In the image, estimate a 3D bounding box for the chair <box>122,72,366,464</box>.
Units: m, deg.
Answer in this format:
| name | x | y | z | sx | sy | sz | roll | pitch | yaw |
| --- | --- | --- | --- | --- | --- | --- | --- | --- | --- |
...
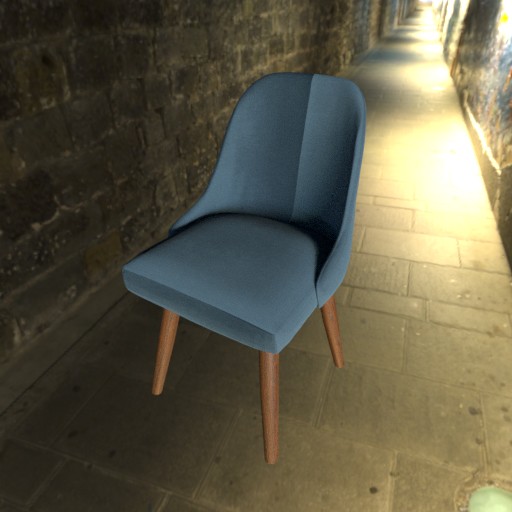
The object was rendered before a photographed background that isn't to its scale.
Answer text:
| name | x | y | z | sx | sy | sz | roll | pitch | yaw |
| --- | --- | --- | --- | --- | --- | --- | --- | --- | --- |
| chair | 0.000 | 0.000 | 1.238 | 0.503 | 0.882 | 0.589 | 19 | 35 | 29 |
